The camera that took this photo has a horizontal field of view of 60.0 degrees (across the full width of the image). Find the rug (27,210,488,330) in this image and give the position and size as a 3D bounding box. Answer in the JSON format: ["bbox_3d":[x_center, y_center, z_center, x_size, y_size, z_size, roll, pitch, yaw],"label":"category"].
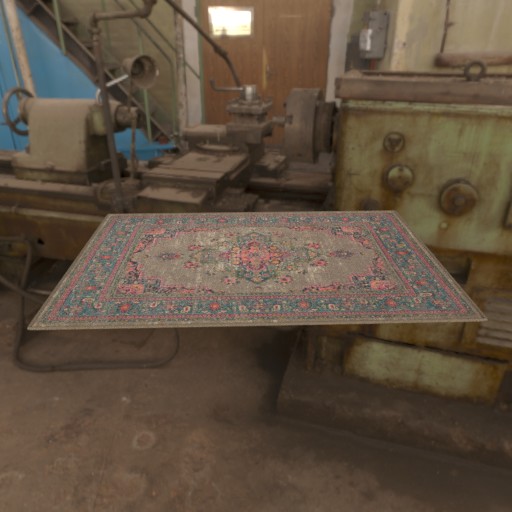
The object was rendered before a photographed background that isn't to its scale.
[{"bbox_3d":[0.000,0.000,2.180,1.748,0.014,1.144,-1,27,-2],"label":"rug"}]
